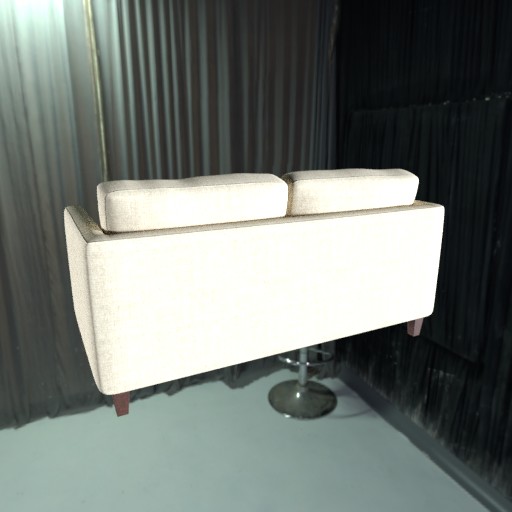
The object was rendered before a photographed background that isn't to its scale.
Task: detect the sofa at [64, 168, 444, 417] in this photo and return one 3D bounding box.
[{"bbox_3d":[0.000,0.000,2.472,1.884,0.963,0.950,-8,17,-26],"label":"sofa"}]
